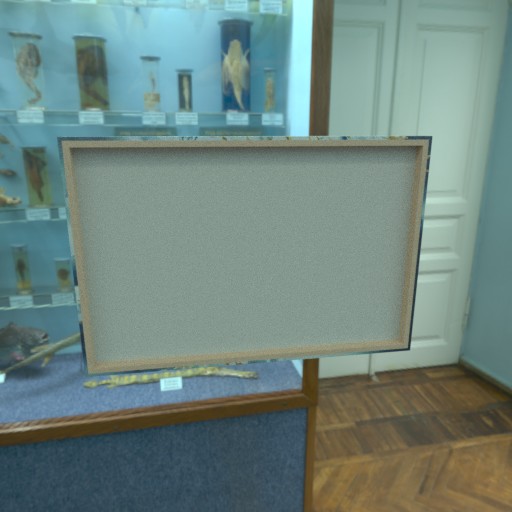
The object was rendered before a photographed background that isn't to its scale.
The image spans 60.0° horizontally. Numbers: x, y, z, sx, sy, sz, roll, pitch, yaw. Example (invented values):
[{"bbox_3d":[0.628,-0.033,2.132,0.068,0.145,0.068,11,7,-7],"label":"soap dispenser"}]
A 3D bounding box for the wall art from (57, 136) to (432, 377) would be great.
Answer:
[{"bbox_3d":[0.000,0.000,1.167,0.912,0.608,0.038,-3,16,-9],"label":"wall art"}]
